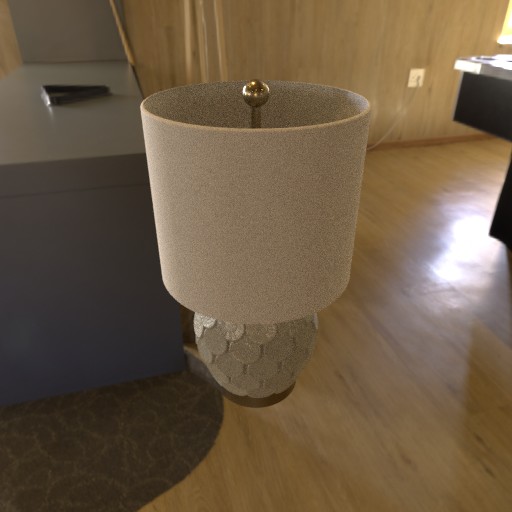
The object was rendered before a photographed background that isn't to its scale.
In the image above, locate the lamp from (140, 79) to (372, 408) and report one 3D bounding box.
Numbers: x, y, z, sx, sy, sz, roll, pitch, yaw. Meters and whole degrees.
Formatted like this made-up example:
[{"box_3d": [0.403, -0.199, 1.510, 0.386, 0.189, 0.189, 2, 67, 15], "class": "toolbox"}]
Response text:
[{"box_3d": [0.000, 0.000, 0.603, 0.254, 0.452, 0.254, 0, 31, 0], "class": "lamp"}]
